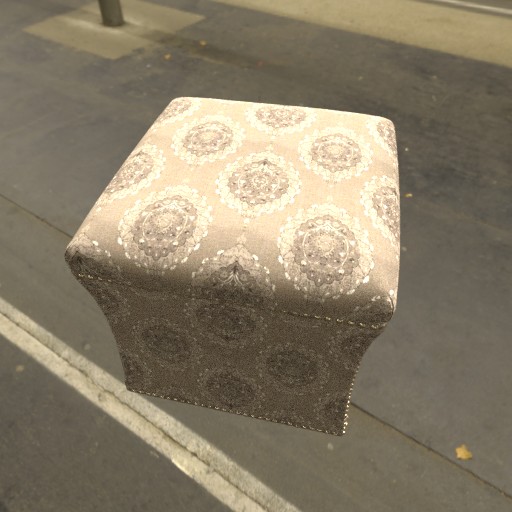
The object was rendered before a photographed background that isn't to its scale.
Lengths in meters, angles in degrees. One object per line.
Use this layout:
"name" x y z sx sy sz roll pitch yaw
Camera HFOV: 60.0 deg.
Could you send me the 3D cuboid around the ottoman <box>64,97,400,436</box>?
"ottoman" 0.000 0.000 0.915 0.497 0.473 0.507 9 46 9
